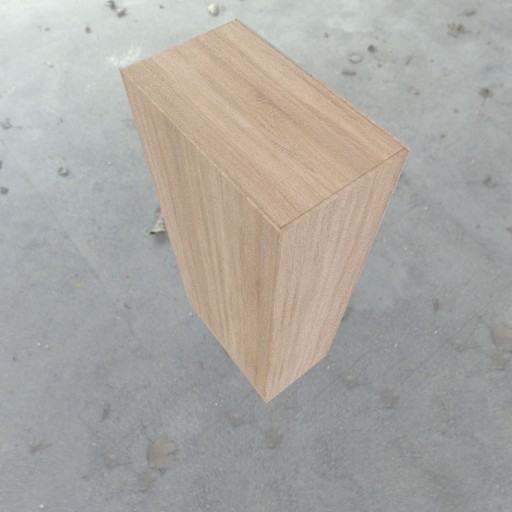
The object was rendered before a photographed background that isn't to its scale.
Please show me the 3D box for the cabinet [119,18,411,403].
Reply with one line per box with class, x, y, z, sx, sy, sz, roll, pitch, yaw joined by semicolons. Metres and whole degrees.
cabinet;0.000;0.000;2.531;0.590;2.121;1.001;-33;64;-19
